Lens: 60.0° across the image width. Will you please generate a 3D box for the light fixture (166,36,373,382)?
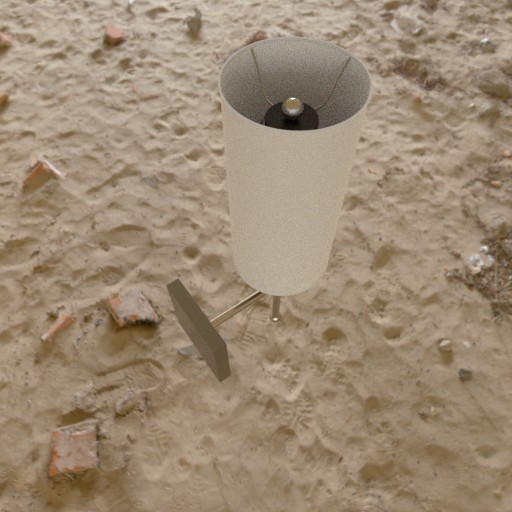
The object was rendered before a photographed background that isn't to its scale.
[{"bbox_3d":[0.000,0.000,0.548,0.208,0.462,0.128,-31,62,-19],"label":"light fixture"}]
